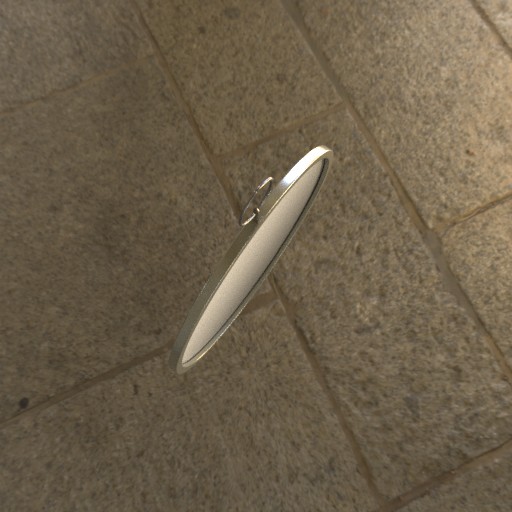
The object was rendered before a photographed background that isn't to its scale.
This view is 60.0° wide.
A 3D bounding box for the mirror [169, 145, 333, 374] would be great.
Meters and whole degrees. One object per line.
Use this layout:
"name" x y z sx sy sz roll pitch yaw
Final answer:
"mirror" 0.000 0.000 0.956 0.020 0.713 0.594 35 78 8
